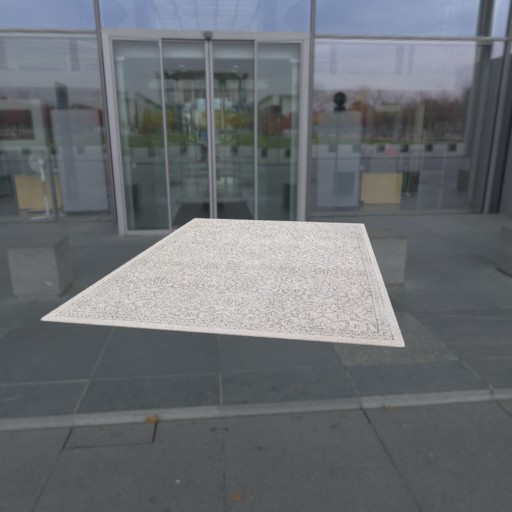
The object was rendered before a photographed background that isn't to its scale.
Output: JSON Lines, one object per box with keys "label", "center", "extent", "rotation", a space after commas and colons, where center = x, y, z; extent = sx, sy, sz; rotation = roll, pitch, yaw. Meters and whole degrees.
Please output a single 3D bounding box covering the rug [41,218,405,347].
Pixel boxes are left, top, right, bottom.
{"label": "rug", "center": [0.000, 0.000, 2.883], "extent": [1.524, 0.011, 2.286], "rotation": [3, 16, 9]}
